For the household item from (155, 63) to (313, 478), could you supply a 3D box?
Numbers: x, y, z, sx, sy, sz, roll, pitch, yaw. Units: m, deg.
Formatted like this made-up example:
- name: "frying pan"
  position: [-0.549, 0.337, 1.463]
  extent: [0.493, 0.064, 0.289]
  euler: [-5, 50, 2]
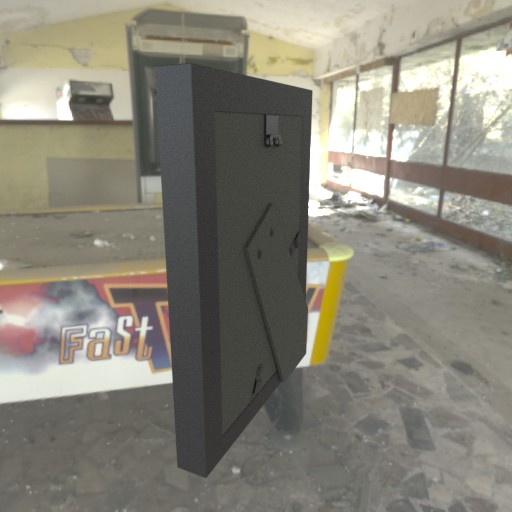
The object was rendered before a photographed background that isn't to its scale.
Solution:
- name: "household item"
  position: [0.000, 0.000, 0.240]
  extent: [0.022, 0.178, 0.133]
  euler: [7, 18, 25]
